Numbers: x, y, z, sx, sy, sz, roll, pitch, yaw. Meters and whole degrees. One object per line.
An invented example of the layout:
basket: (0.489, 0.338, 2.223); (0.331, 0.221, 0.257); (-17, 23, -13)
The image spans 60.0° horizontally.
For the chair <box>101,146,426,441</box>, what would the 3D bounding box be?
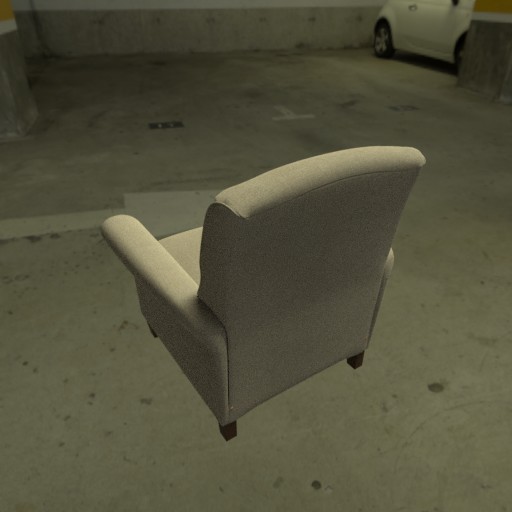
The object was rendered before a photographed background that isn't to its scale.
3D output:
chair: (0.000, 0.000, 1.799); (0.978, 1.061, 0.905); (-19, 36, -28)
